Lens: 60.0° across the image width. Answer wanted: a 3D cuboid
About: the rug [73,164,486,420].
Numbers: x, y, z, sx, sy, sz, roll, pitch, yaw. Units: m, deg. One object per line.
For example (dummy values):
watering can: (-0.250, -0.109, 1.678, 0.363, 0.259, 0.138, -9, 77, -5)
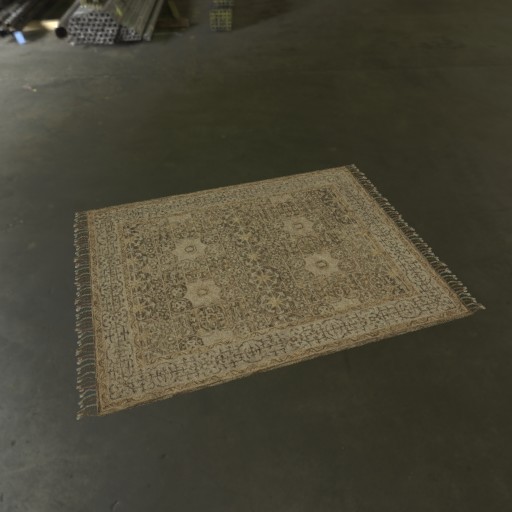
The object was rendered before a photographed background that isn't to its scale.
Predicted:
rug: (0.000, 0.000, 4.195, 3.291, 0.017, 2.431, -12, 44, -13)
